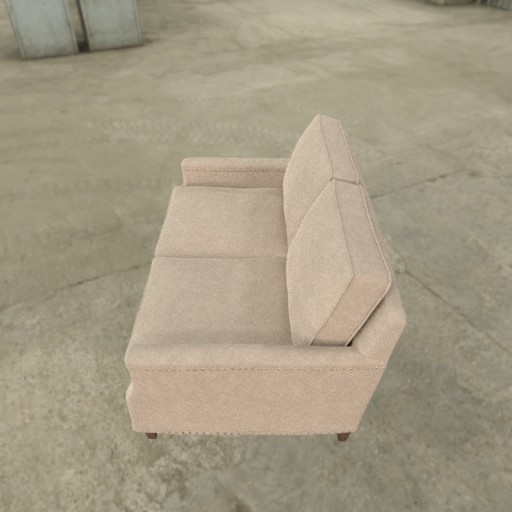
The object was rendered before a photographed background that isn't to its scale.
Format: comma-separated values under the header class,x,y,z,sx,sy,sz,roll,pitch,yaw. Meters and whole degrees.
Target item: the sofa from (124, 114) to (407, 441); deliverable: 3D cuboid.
class,x,y,z,sx,sy,sz,roll,pitch,yaw
sofa,0.000,0.000,2.314,1.084,1.002,1.597,0,41,1
